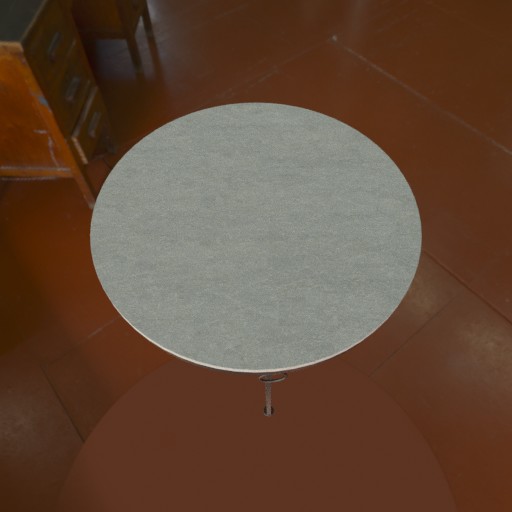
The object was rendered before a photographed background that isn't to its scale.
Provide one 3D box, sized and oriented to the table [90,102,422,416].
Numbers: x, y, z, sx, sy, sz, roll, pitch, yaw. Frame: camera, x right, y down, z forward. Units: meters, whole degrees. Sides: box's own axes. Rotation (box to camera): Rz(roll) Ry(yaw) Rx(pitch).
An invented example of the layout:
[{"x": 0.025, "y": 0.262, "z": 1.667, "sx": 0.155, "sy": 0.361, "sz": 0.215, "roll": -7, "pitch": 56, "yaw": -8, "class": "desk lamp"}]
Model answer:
[{"x": 0.000, "y": 0.000, "z": 1.410, "sx": 0.889, "sy": 0.470, "sz": 0.889, "roll": 0, "pitch": 58, "yaw": 0, "class": "table"}]
